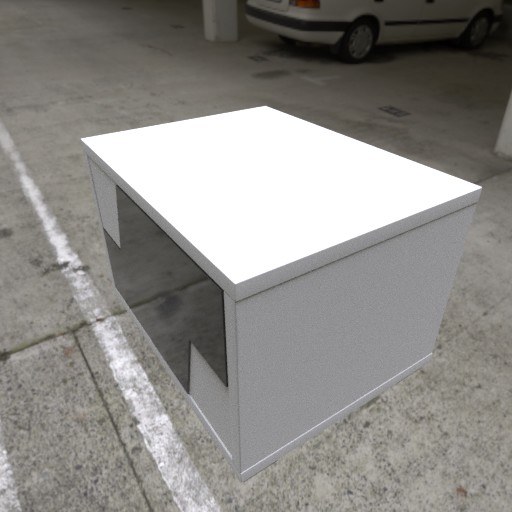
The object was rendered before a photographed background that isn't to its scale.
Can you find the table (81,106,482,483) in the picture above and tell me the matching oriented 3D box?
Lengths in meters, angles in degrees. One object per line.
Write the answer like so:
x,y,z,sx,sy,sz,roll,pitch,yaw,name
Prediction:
0.000,0.000,0.789,0.399,0.357,0.517,-20,38,-28,table
